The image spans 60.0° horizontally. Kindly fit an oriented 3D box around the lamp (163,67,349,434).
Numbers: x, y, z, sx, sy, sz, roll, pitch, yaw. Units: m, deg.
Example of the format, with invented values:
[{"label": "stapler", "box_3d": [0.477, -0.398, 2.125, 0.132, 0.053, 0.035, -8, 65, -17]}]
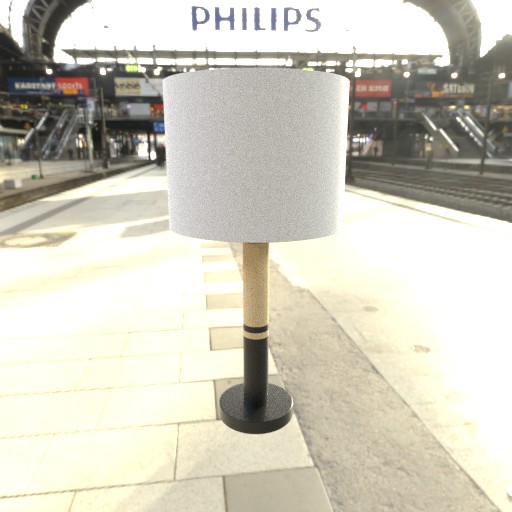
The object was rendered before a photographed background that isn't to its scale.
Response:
[{"label": "lamp", "box_3d": [0.000, 0.000, 0.808, 0.305, 0.640, 0.305, -2, 14, -10]}]
